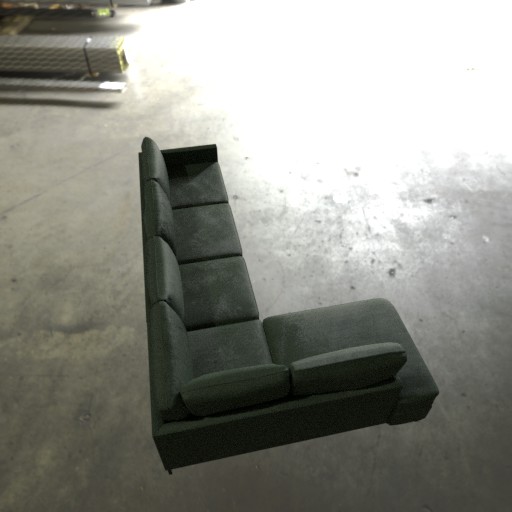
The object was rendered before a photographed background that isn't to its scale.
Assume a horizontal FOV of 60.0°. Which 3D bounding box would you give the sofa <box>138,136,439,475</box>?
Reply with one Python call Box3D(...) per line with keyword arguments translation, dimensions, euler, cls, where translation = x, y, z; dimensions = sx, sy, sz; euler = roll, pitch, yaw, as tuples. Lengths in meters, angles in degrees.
Box3D(translation=(0.000, 0.000, 4.239), dimensions=(2.048, 0.996, 3.384), euler=(-9, 46, -8), cls="sofa")
